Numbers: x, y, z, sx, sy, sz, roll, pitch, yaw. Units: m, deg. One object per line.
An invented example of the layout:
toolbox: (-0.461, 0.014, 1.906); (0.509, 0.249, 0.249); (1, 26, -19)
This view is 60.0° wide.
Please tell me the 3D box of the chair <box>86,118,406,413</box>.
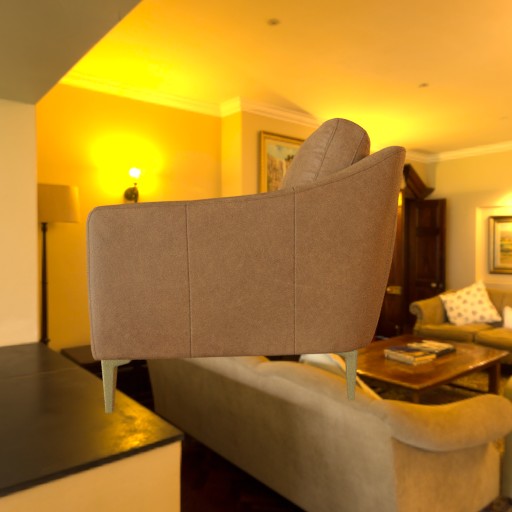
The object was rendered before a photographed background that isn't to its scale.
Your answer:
chair: (0.000, 0.000, 1.708); (0.963, 0.895, 0.988); (0, 1, 1)
